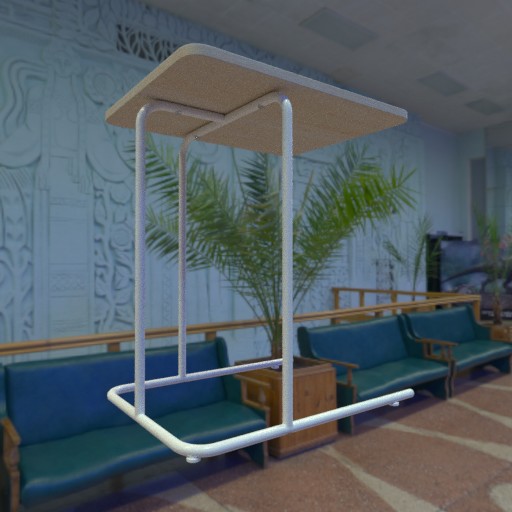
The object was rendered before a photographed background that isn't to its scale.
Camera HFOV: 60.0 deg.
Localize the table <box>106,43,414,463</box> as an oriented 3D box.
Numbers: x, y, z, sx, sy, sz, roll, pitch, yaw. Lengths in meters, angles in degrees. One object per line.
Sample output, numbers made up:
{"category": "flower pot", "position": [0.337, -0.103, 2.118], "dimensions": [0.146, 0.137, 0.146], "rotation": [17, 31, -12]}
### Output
{"category": "table", "position": [0.000, 0.000, 0.856], "dimensions": [0.480, 0.550, 0.370], "rotation": [1, -1, -36]}
